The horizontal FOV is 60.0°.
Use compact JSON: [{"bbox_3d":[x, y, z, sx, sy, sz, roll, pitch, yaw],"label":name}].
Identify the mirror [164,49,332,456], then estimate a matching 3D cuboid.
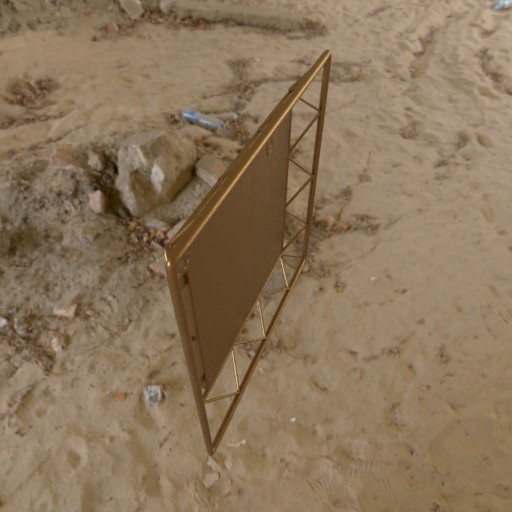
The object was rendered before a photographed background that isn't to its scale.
[{"bbox_3d":[0.000,0.000,0.610,0.046,0.414,0.416,17,50,15],"label":"mirror"}]
